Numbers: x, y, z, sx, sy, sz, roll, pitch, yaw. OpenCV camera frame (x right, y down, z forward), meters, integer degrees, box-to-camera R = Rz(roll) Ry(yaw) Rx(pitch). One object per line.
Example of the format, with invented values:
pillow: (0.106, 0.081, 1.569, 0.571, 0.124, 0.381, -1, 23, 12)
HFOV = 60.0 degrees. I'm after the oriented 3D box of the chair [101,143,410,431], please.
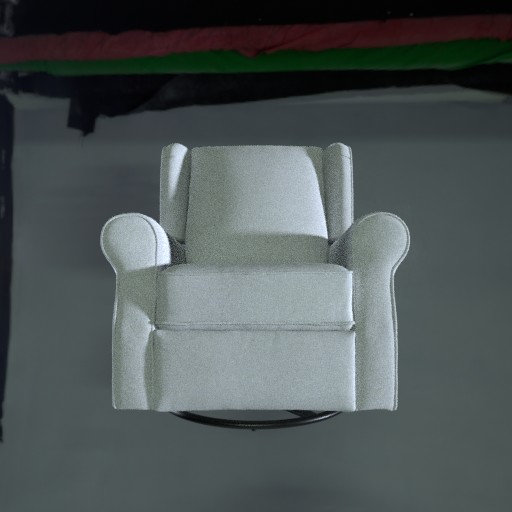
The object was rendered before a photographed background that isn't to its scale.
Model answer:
chair: (0.000, 0.000, 1.645, 0.906, 0.967, 0.854, 0, 0, 1)
